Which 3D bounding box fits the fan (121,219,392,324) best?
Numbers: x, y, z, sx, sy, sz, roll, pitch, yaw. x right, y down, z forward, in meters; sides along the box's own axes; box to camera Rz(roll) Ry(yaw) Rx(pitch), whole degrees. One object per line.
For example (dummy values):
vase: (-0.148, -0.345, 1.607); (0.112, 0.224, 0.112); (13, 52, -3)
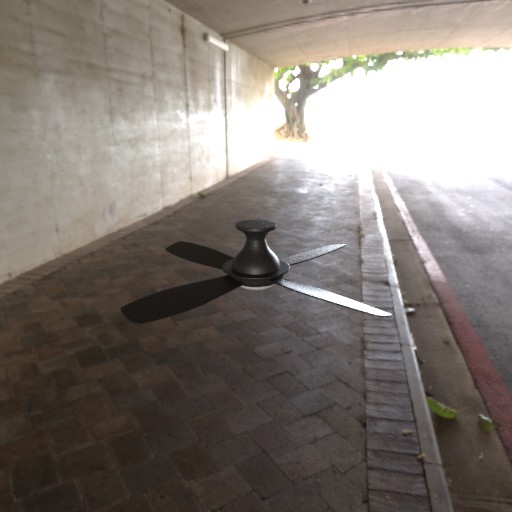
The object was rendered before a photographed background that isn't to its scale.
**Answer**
fan: (0.000, 0.000, 2.573); (1.694, 0.382, 1.694); (16, 24, 42)
